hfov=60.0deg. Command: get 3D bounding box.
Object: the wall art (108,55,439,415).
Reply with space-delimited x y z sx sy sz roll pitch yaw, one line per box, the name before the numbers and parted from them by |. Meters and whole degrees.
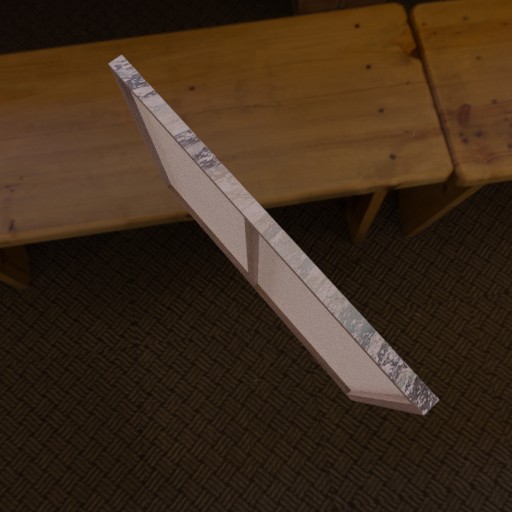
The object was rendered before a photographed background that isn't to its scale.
wall art | 0.000 0.000 1.133 0.038 0.598 0.919 -39 78 -10
